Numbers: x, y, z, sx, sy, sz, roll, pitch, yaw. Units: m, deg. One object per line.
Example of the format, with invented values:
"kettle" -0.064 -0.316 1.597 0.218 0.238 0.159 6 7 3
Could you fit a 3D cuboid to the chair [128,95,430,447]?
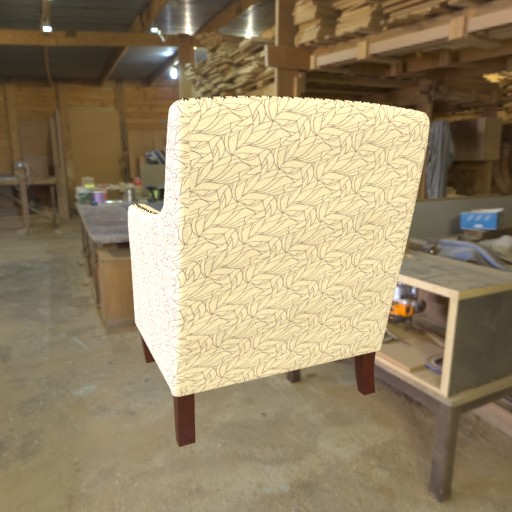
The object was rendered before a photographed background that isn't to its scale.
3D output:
"chair" 0.000 0.000 1.293 0.623 0.816 0.651 -6 14 -24
